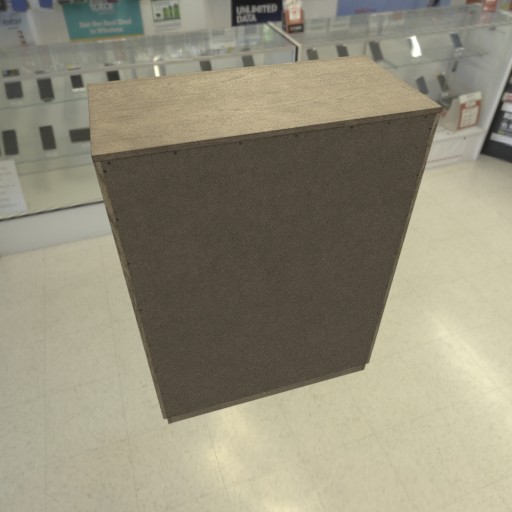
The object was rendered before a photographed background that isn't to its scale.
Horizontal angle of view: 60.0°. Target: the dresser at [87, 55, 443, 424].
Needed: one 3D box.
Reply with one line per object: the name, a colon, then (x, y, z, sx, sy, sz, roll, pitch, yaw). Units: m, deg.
dresser: (0.000, 0.000, 1.760, 0.967, 1.295, 0.483, -11, 43, -13)
